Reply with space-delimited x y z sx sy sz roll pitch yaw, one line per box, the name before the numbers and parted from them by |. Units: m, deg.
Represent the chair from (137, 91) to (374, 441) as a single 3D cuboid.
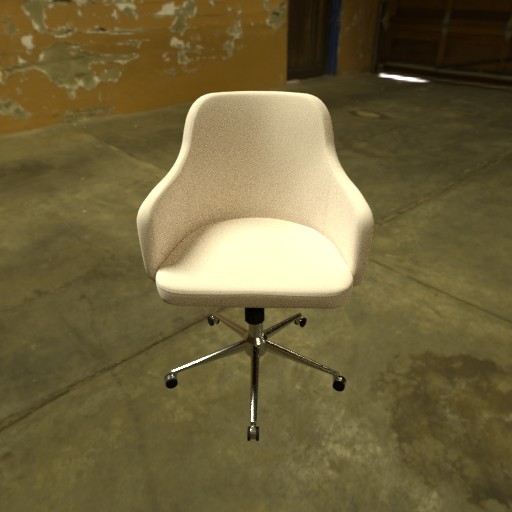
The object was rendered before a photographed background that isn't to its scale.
chair | 0.000 0.000 1.295 0.602 0.819 0.647 1 30 2
